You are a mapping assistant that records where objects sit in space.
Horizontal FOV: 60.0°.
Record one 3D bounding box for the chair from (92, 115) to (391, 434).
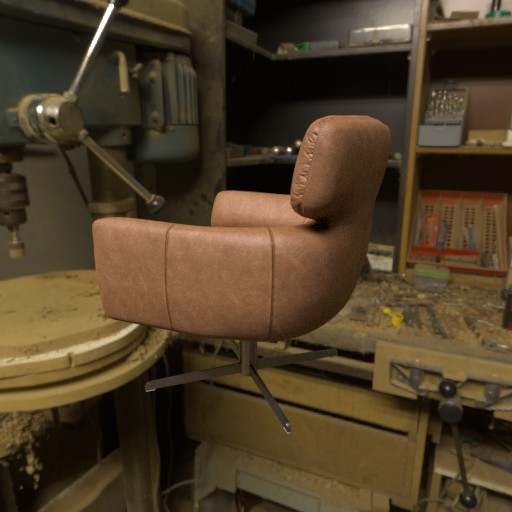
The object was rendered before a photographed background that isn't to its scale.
[{"bbox_3d":[0.000,0.000,1.362,0.715,0.812,0.706,7,17,24],"label":"chair"}]
